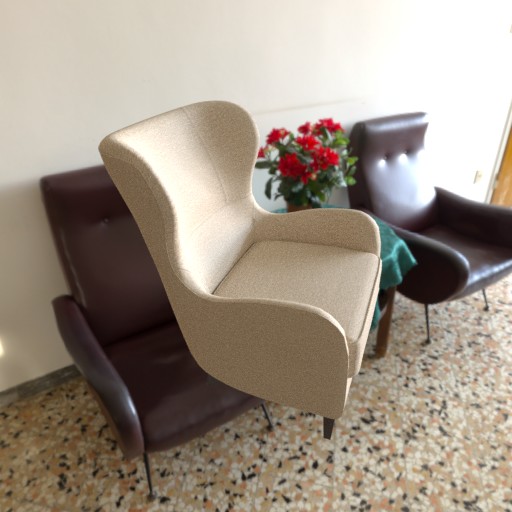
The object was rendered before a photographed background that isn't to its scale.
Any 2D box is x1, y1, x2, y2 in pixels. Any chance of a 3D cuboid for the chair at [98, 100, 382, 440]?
[{"bbox_3d":[0.000,0.000,1.822,0.984,1.064,0.861,11,31,18],"label":"chair"}]
